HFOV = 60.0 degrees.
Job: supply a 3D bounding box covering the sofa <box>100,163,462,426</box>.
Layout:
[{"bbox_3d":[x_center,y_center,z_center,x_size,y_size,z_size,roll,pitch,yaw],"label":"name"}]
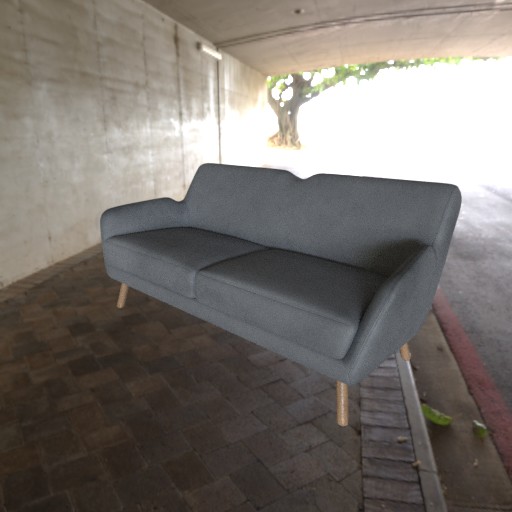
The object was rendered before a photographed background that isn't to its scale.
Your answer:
[{"bbox_3d":[0.000,0.000,2.273,1.870,0.810,0.850,15,22,42],"label":"sofa"}]
